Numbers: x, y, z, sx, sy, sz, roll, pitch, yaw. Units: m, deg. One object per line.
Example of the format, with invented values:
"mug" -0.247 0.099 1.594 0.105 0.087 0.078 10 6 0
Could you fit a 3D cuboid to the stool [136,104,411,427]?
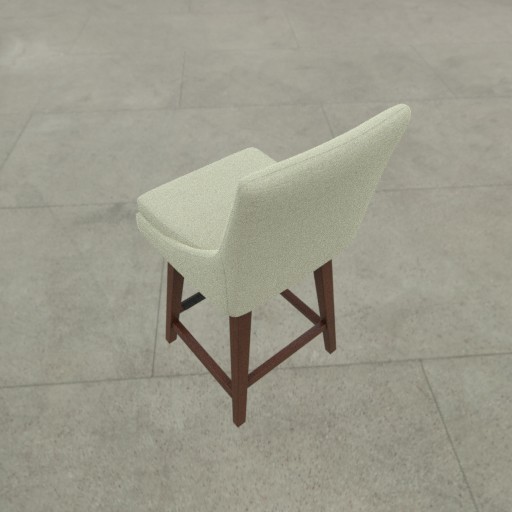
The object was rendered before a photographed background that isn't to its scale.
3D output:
"stool" 0.000 0.000 1.301 0.469 0.991 0.559 -30 52 -27
